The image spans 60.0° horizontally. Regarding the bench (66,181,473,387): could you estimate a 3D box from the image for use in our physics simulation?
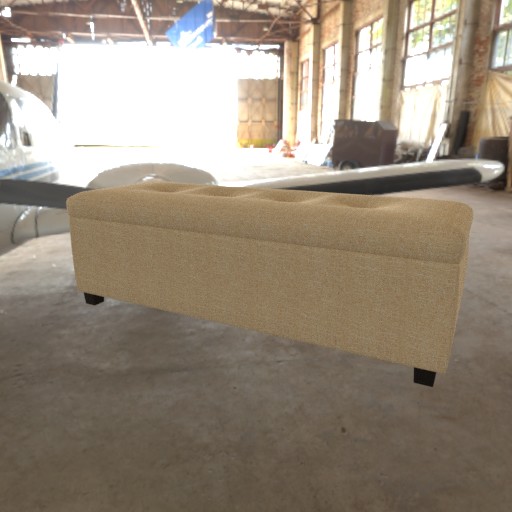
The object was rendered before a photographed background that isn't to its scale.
[{"bbox_3d":[0.000,0.000,1.431,1.219,0.406,0.432,8,18,26],"label":"bench"}]
